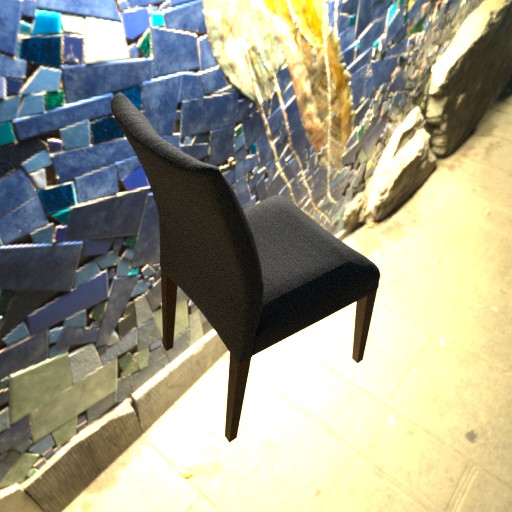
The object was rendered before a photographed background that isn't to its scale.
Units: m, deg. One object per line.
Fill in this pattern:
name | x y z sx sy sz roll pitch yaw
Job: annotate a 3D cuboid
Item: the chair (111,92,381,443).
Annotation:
chair | 0.000 0.000 1.292 0.585 0.940 0.496 -26 48 -26
